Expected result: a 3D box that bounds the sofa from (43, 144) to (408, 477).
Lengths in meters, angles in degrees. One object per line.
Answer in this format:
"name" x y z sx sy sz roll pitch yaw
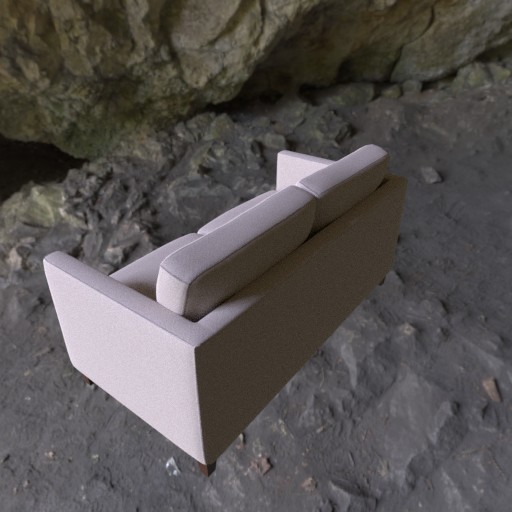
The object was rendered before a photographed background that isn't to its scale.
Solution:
"sofa" 0.000 0.000 2.222 0.873 0.888 1.722 22 37 31
